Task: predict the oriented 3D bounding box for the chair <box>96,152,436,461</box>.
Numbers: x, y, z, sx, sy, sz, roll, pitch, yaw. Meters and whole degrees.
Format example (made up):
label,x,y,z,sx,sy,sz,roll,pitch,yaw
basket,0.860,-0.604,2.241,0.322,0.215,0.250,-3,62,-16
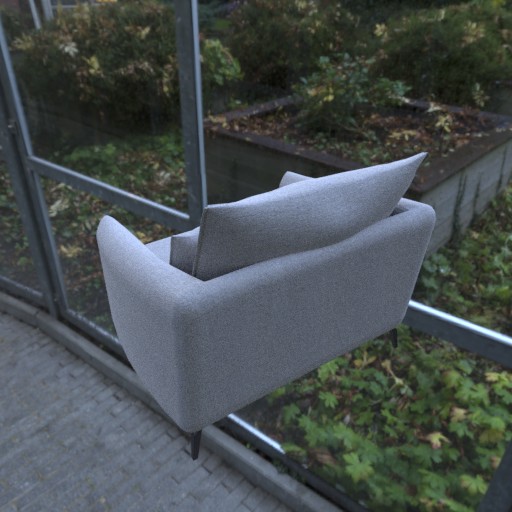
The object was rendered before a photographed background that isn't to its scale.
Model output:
label,x,y,z,sx,sy,sz,roll,pitch,yaw
chair,0.000,0.000,1.635,1.029,0.856,0.801,-19,36,-28
